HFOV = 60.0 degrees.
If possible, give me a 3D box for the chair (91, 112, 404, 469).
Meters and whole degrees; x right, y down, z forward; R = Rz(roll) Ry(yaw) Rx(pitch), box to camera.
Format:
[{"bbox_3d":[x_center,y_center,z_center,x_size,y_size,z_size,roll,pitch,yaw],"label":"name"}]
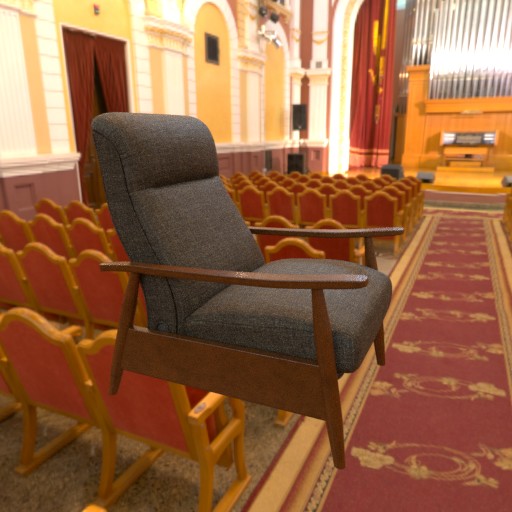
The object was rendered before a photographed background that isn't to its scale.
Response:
[{"bbox_3d":[0.000,0.000,1.749,1.014,1.082,0.762,7,18,25],"label":"chair"}]
